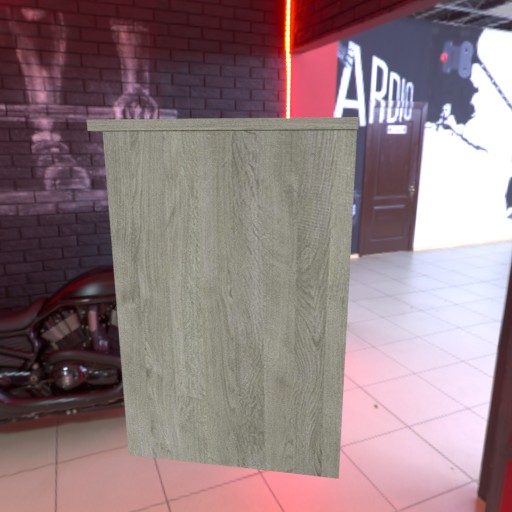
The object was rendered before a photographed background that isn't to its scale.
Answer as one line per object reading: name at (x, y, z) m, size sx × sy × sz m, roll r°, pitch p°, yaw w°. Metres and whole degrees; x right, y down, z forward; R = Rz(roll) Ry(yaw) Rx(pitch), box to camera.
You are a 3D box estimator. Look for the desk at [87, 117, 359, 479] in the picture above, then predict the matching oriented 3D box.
desk at (0.000, 0.000, 1.305) m, size 0.498 × 0.724 × 0.893 m, roll 2°, pitch 14°, yaw 9°
